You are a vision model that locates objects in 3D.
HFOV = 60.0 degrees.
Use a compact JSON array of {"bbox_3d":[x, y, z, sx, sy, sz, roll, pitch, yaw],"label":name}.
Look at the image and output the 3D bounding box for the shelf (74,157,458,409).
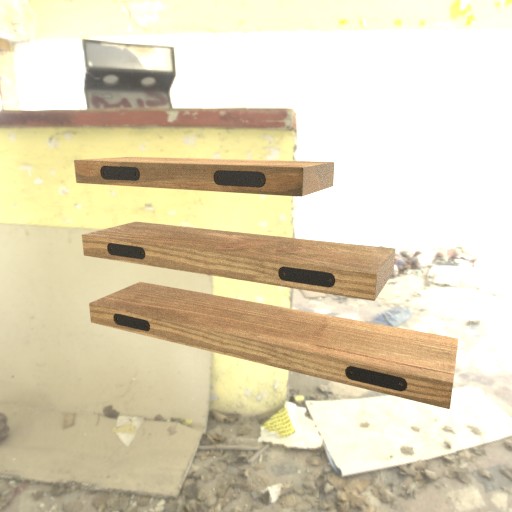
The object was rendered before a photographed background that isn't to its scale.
[{"bbox_3d":[0.000,0.000,0.707,0.610,0.293,0.140,7,17,25],"label":"shelf"}]
